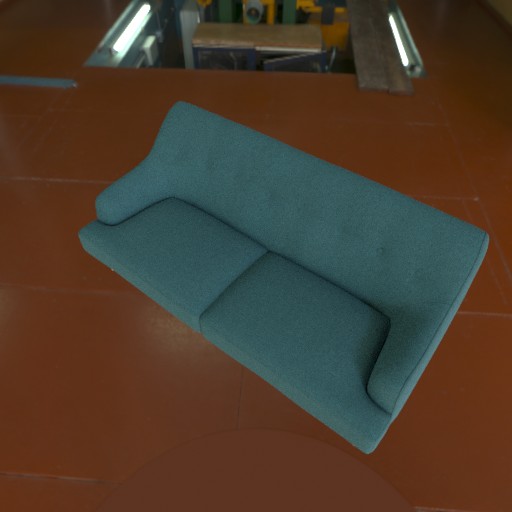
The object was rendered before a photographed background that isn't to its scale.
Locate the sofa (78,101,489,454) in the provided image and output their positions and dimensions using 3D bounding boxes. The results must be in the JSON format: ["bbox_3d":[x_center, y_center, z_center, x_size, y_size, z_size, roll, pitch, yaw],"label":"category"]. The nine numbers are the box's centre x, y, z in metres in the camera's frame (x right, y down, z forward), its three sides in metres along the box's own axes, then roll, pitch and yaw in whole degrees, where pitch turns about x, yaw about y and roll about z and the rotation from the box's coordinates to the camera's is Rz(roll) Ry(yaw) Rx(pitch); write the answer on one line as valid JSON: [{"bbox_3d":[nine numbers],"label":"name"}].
[{"bbox_3d":[0.000,0.000,2.476,2.057,0.871,0.978,30,54,25],"label":"sofa"}]
